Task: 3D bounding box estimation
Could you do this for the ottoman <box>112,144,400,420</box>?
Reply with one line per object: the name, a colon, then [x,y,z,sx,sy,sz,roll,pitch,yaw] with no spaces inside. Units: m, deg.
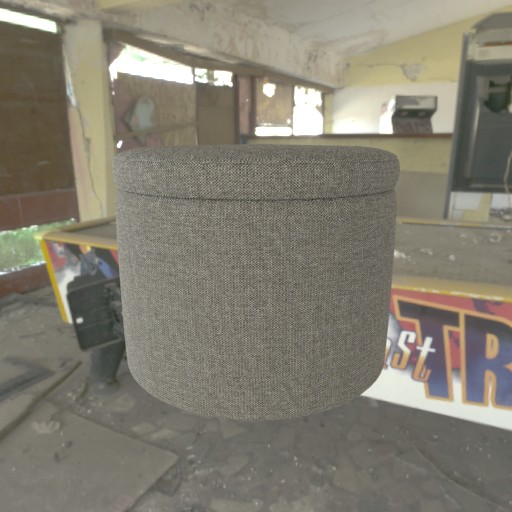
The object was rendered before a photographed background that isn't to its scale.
ottoman: [0.000,0.000,0.877,0.520,0.430,0.520,0,14,0]
